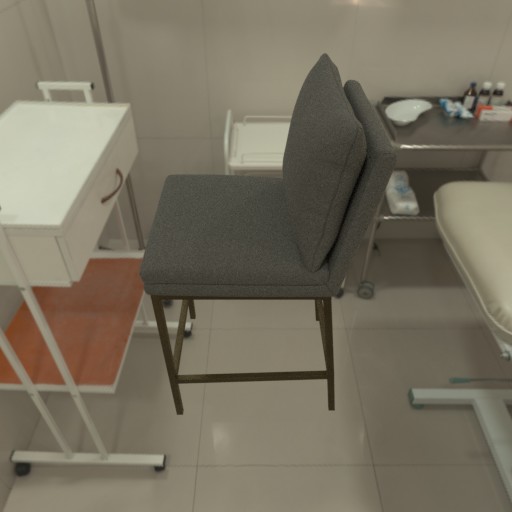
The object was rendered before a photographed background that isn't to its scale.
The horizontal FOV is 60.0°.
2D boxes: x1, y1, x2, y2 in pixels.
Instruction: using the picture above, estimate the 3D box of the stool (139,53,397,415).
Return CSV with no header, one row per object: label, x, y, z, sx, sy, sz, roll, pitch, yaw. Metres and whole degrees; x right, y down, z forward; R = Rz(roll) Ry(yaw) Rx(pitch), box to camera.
stool,0.000,0.000,1.328,0.569,1.030,0.463,0,41,0
